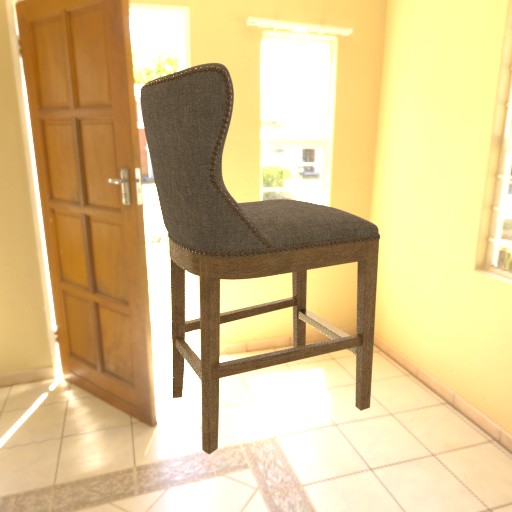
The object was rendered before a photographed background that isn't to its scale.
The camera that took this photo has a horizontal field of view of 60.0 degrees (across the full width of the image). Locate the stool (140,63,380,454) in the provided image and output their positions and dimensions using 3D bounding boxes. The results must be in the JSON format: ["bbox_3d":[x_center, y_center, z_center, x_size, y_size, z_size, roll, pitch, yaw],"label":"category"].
[{"bbox_3d":[0.000,0.000,1.319,0.608,0.981,0.498,-7,17,-26],"label":"stool"}]
